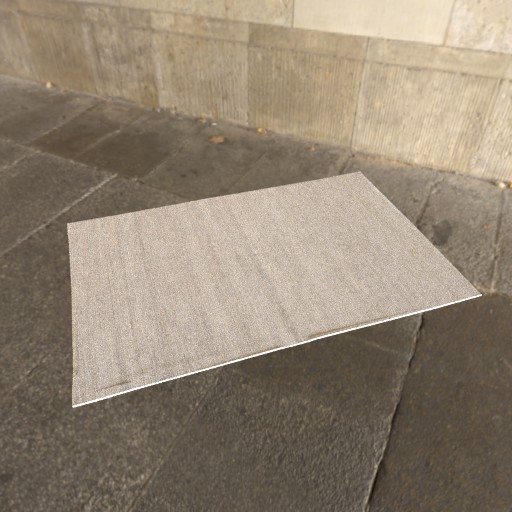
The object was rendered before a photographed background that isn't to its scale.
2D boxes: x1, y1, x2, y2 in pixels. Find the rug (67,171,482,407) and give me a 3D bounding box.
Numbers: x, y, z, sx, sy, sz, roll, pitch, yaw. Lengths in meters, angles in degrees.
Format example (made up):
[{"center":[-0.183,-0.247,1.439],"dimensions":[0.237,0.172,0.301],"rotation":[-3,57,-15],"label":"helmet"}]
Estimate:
[{"center":[0.000,0.000,2.252],"dimensions":[1.820,0.022,1.179],"rotation":[-12,42,-14],"label":"rug"}]
